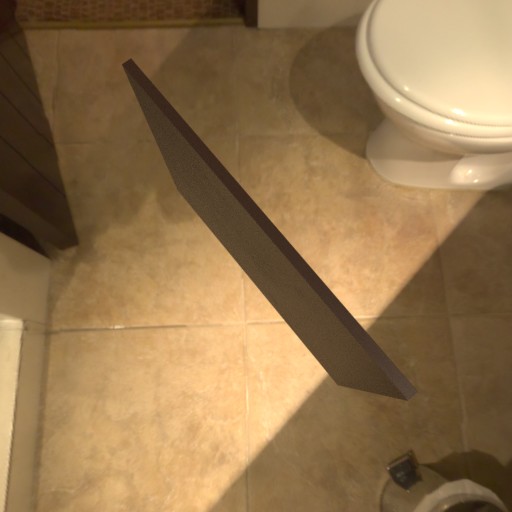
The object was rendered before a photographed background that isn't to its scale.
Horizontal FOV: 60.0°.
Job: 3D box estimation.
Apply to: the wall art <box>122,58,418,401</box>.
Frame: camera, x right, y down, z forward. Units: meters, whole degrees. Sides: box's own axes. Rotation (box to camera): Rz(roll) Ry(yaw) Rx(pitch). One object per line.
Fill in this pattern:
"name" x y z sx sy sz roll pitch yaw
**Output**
"wall art" 0.000 0.000 1.646 0.034 0.952 1.207 -38 79 -9
